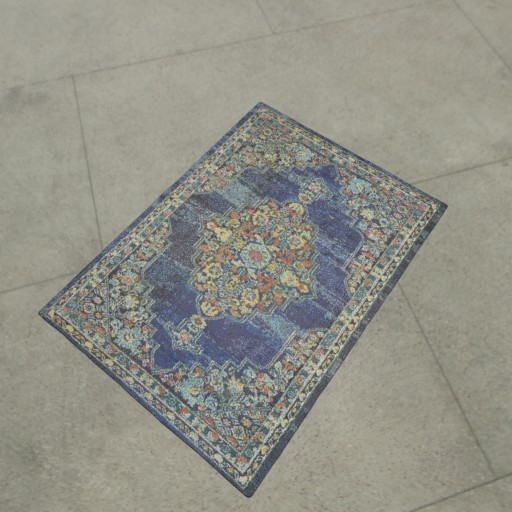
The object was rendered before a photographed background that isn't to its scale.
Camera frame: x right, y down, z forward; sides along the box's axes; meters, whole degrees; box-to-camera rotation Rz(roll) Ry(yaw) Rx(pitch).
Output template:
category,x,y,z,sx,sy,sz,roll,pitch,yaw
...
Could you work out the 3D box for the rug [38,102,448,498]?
category,x,y,z,sx,sy,sz,roll,pitch,yaw
rug,0.000,0.000,2.856,1.630,0.009,2.232,34,67,16
